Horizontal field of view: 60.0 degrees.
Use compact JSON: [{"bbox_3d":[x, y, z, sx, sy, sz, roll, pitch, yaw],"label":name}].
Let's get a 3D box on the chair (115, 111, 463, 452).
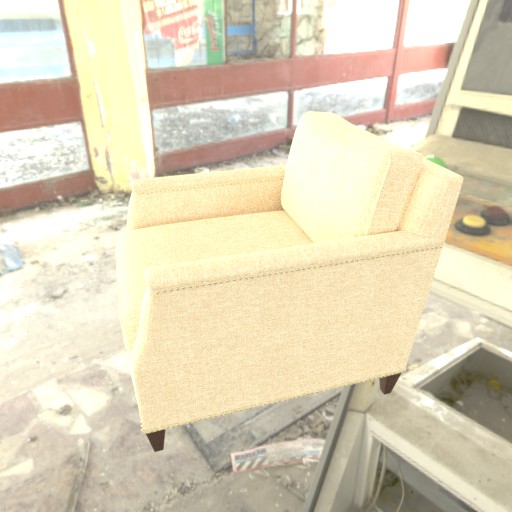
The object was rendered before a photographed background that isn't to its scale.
[{"bbox_3d":[0.000,0.000,1.723,1.041,0.940,0.838,-8,31,-15],"label":"chair"}]
